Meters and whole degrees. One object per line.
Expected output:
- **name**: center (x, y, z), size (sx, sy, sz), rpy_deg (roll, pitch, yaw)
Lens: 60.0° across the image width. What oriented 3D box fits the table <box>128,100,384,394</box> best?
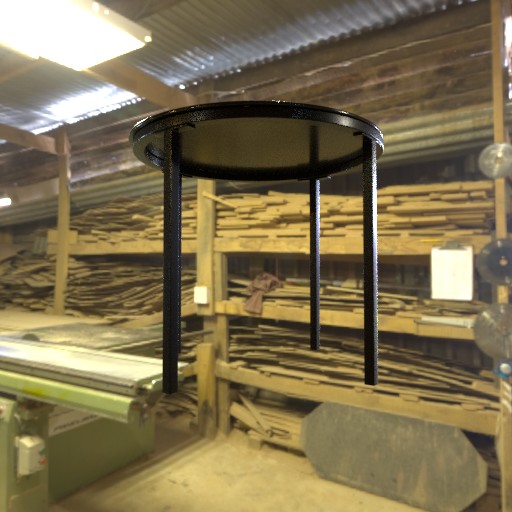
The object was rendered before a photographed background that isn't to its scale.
- **table**: center (0.000, 0.000, 0.895), size (0.499, 0.443, 0.499), rpy_deg (0, -2, 0)
